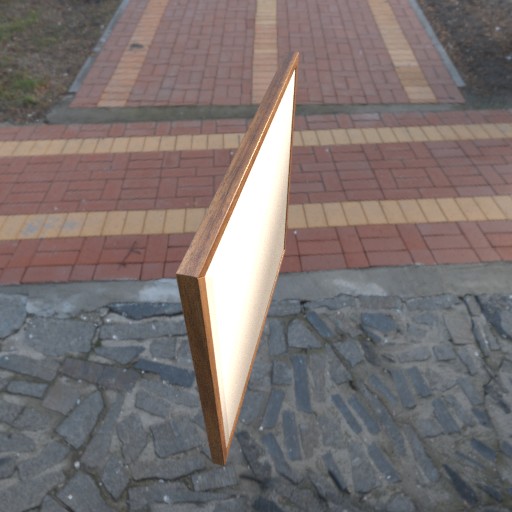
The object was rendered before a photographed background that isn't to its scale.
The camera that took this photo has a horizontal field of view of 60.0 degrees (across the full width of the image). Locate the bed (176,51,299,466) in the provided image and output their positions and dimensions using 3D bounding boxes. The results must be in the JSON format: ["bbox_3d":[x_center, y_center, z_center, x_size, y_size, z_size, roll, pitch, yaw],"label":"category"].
[{"bbox_3d":[0.000,0.000,1.479,0.043,0.940,1.041,10,47,10],"label":"bed"}]
